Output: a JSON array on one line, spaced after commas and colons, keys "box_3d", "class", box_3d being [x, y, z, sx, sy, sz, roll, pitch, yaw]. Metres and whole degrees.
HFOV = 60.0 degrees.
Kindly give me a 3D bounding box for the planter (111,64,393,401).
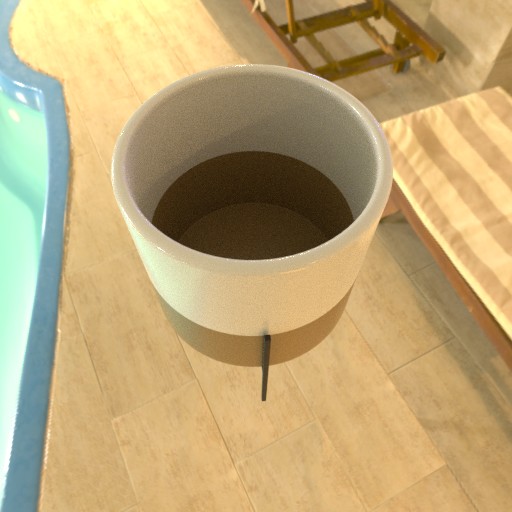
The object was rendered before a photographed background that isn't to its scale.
[{"box_3d": [0.000, 0.000, 0.656, 0.310, 0.432, 0.310, -18, 61, -11], "class": "planter"}]
